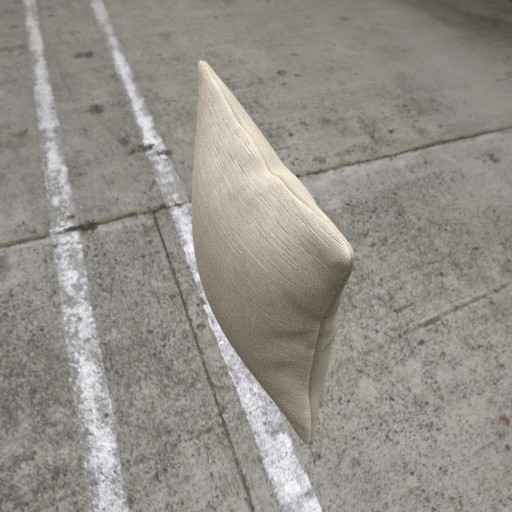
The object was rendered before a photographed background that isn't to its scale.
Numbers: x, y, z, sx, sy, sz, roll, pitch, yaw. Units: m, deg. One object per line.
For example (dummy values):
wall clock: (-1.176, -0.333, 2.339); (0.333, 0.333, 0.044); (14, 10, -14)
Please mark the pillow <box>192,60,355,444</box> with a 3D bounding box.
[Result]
pillow: (0.000, 0.000, 0.658); (0.162, 0.420, 0.437); (-16, 48, -15)
